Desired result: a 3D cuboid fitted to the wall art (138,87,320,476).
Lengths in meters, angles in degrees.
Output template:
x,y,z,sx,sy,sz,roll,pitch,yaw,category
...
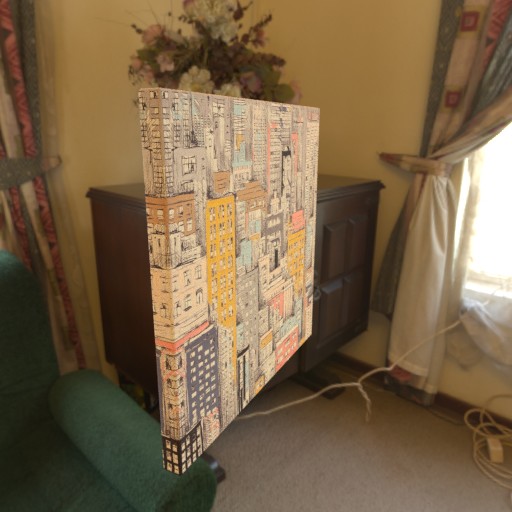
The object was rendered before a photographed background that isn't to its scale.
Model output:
x,y,z,sx,sy,sz,roll,pitch,yaw,category
0.000,0.000,0.920,0.038,0.608,0.607,8,18,27,wall art
